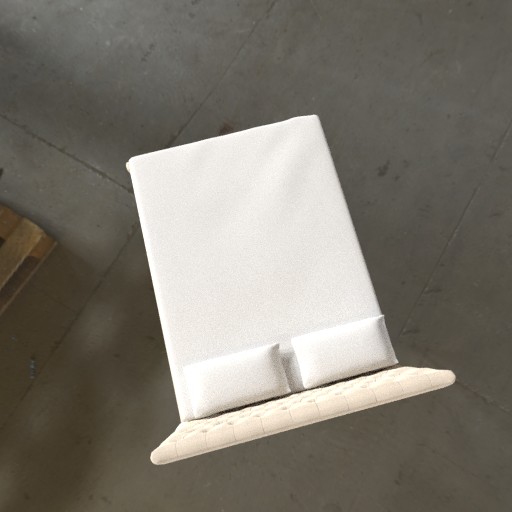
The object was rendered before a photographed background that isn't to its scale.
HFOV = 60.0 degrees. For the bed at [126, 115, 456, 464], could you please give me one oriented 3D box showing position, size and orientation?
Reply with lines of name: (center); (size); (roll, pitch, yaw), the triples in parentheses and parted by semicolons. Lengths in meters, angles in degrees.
bed: (0.000, 0.000, 3.259); (1.696, 1.426, 2.233); (-14, 78, -3)
